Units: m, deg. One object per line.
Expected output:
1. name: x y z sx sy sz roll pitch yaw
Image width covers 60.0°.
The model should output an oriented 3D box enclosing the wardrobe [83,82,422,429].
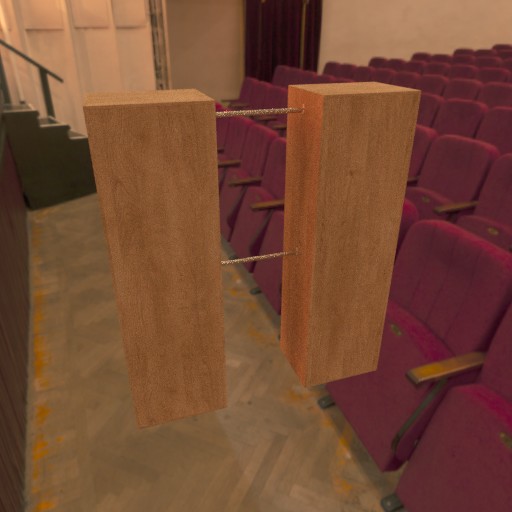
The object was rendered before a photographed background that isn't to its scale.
1. wardrobe: 0.000 0.000 2.859 1.770 2.000 0.480 -9 28 -16
